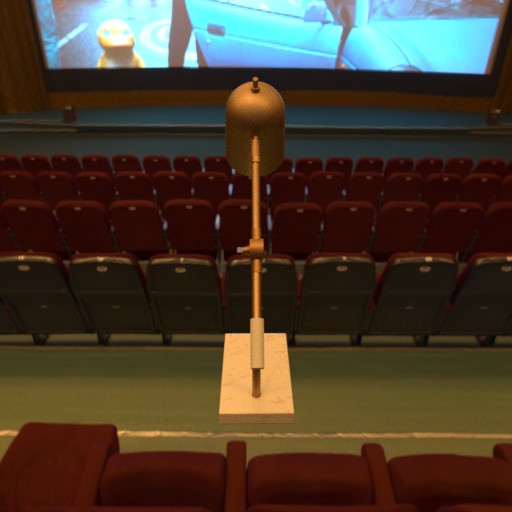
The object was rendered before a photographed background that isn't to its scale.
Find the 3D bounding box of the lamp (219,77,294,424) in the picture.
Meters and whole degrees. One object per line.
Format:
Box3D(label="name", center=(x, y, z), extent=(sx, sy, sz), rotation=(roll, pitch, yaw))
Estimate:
Box3D(label="lamp", center=(0.000, 0.000, 0.831), extent=(0.144, 0.603, 0.471), rotation=(0, 30, 0))
